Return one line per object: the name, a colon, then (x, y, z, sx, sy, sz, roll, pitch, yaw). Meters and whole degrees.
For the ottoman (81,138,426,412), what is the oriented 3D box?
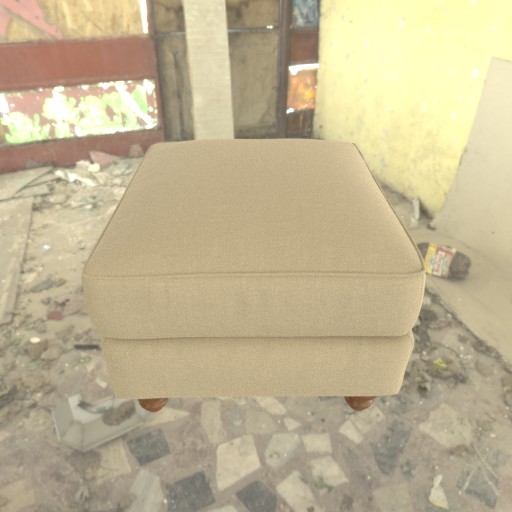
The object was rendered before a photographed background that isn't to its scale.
ottoman: (0.000, 0.000, 1.163, 0.662, 0.505, 0.716, 0, 33, 0)
